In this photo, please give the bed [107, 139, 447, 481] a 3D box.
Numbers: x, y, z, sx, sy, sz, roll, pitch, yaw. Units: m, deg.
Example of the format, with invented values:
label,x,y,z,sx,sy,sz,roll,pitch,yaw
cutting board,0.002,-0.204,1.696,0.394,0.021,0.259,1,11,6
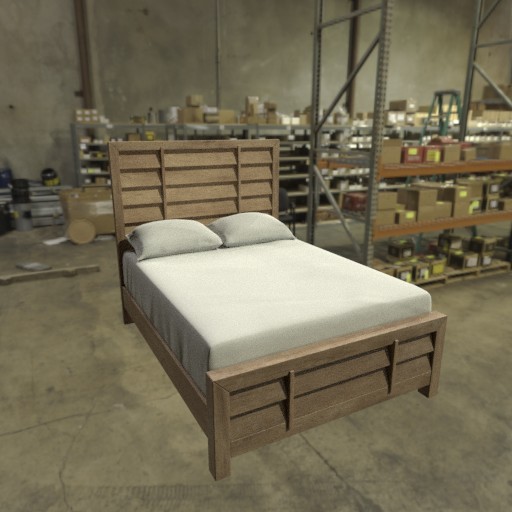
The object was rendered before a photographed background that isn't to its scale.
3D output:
label,x,y,z,sx,sy,sz,roll,pitch,yaw
bed,0.000,0.000,3.328,1.626,1.626,2.197,-8,18,-27
